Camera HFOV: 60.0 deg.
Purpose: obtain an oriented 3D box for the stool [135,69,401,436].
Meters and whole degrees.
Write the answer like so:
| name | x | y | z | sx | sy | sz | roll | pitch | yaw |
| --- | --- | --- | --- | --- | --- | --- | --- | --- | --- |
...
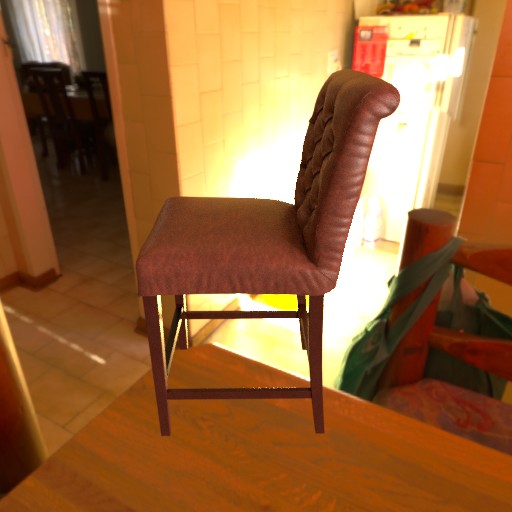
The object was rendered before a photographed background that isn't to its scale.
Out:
| name | x | y | z | sx | sy | sz | roll | pitch | yaw |
| --- | --- | --- | --- | --- | --- | --- | --- | --- | --- |
| stool | 0.000 | 0.000 | 1.416 | 0.660 | 1.084 | 0.486 | 0 | 27 | -1 |
